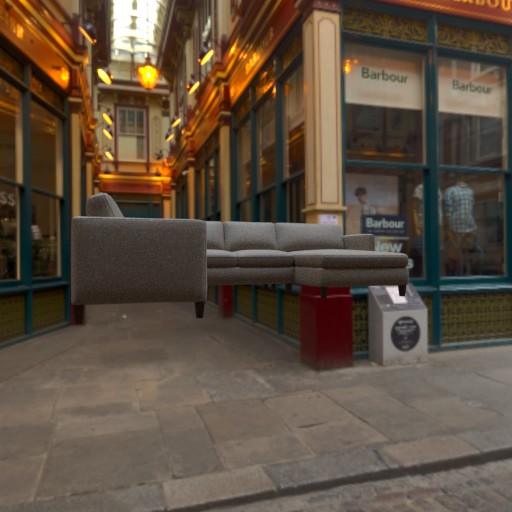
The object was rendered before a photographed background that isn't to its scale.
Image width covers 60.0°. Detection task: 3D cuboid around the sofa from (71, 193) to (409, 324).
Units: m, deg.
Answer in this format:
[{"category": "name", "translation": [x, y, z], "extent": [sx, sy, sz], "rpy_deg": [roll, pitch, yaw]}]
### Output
[{"category": "sofa", "translation": [0.000, 0.000, 4.603], "extent": [3.403, 0.889, 2.551], "rpy_deg": [0, 0, -19]}]
